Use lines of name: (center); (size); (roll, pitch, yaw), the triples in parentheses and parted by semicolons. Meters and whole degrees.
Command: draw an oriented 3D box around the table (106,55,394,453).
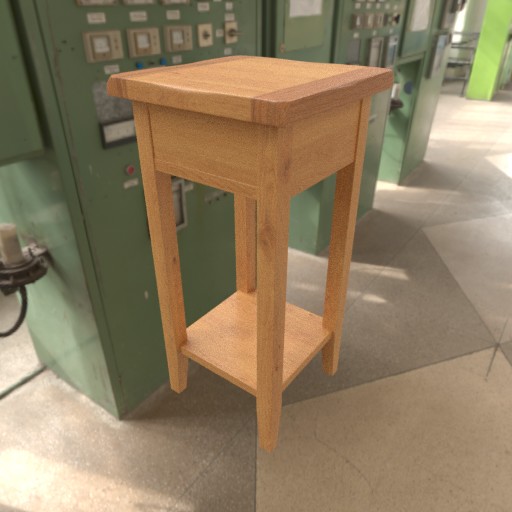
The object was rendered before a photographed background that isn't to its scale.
table: (0.000, 0.000, 0.956); (0.360, 0.740, 0.360); (21, 36, 31)
